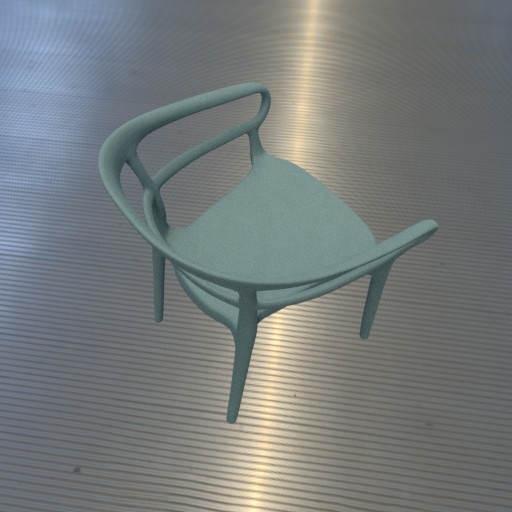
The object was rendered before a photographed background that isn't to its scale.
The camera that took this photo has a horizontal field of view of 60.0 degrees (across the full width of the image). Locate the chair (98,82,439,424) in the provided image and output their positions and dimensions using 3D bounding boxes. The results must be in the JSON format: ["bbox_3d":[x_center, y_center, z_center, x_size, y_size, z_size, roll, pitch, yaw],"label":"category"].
[{"bbox_3d":[0.000,0.000,1.087,0.527,0.761,0.559,-33,63,-20],"label":"chair"}]
